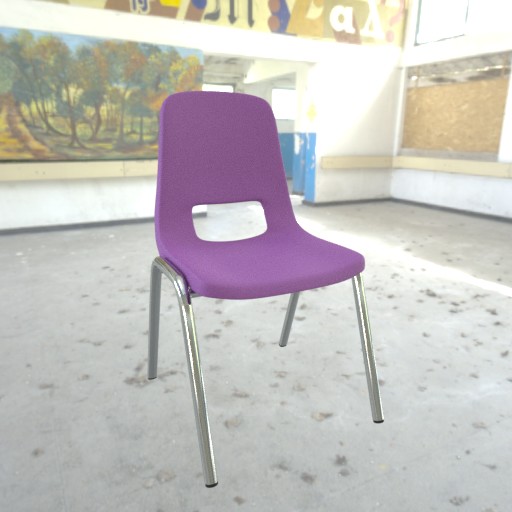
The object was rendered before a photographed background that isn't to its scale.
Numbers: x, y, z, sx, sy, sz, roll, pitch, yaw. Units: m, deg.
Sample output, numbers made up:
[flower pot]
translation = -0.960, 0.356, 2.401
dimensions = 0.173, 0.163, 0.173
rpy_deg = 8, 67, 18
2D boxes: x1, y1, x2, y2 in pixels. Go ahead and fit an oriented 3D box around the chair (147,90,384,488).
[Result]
[chair]
translation = 0.000, 0.000, 0.673
dimensions = 0.291, 0.493, 0.301
rpy_deg = -8, 17, -26
